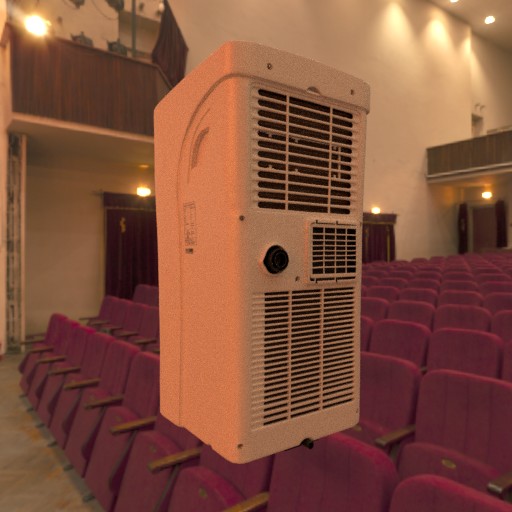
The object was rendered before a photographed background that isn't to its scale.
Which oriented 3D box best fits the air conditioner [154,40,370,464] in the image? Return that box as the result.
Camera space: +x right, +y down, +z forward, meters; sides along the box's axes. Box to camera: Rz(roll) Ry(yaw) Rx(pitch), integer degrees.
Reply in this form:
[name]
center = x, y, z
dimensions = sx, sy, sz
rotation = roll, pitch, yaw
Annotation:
[air conditioner]
center = 0.000, 0.000, 0.943
dimensions = 0.352, 0.716, 0.369
rotation = 0, 0, -36
